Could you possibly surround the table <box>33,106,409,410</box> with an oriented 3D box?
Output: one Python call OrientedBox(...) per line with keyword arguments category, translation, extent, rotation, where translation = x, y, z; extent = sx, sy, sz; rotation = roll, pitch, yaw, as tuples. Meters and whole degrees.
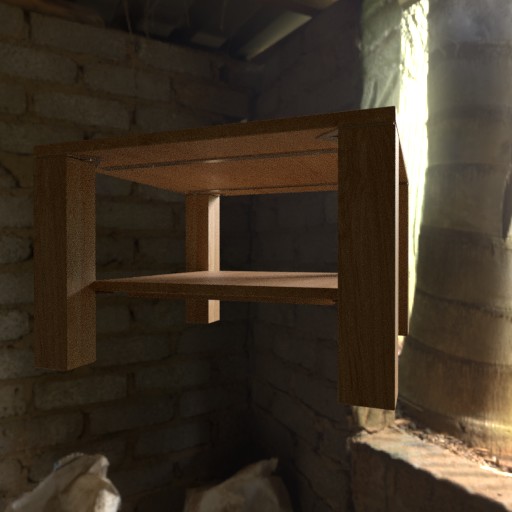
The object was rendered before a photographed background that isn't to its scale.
OrientedBox(category="table", translation=(0.000, 0.000, 1.101), extent=(0.700, 0.450, 0.700), rotation=(0, 1, 21))
